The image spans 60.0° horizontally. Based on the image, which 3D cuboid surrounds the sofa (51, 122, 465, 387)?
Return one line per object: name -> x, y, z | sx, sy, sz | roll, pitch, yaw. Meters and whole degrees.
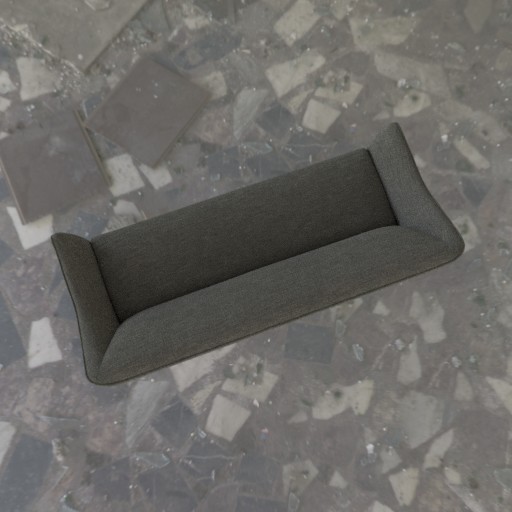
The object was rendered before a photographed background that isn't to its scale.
sofa -> 0.000, 0.000, 2.408 | 1.928, 0.829, 0.867 | -19, 76, -5
